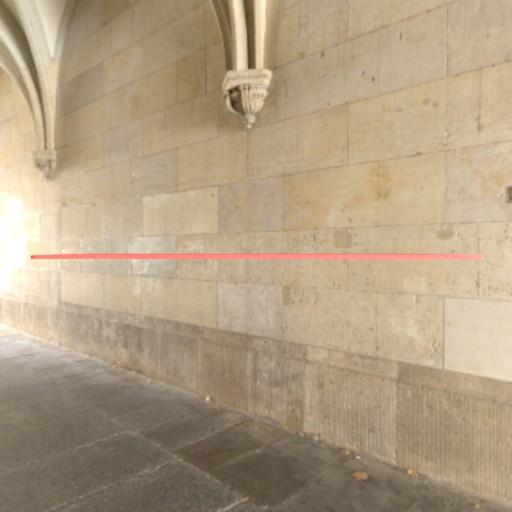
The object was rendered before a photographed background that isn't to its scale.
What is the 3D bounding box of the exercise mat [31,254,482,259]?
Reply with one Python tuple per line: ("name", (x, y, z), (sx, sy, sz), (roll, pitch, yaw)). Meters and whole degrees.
("exercise mat", (0.000, 0.000, 2.084), (1.869, 0.021, 0.616), (0, 0, 1))
